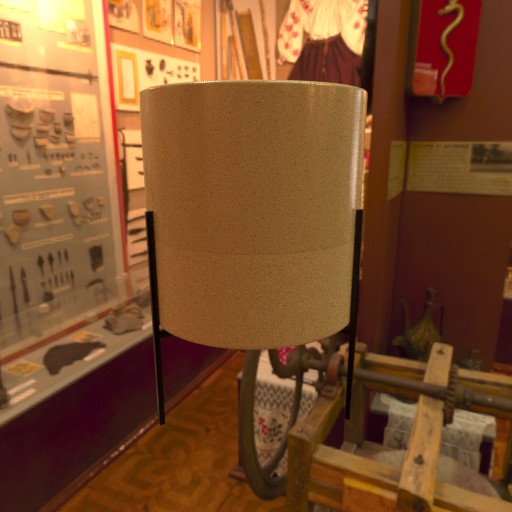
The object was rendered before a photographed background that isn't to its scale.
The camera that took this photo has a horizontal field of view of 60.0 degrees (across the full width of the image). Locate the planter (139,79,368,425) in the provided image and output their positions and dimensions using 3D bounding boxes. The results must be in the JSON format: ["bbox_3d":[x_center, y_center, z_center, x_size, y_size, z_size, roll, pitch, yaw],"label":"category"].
[{"bbox_3d":[0.000,0.000,0.685,0.323,0.475,0.314,8,17,26],"label":"planter"}]
